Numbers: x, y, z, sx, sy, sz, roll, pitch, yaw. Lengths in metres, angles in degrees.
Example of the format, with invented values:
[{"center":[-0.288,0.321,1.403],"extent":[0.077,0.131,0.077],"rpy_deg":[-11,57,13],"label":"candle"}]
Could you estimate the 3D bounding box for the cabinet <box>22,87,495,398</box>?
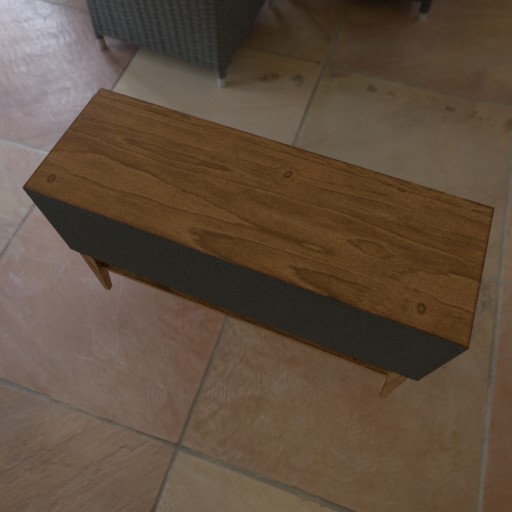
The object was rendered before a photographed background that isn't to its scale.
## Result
[{"center":[0.000,0.000,1.708],"extent":[1.363,0.802,0.477],"rpy_deg":[20,65,10],"label":"cabinet"}]
